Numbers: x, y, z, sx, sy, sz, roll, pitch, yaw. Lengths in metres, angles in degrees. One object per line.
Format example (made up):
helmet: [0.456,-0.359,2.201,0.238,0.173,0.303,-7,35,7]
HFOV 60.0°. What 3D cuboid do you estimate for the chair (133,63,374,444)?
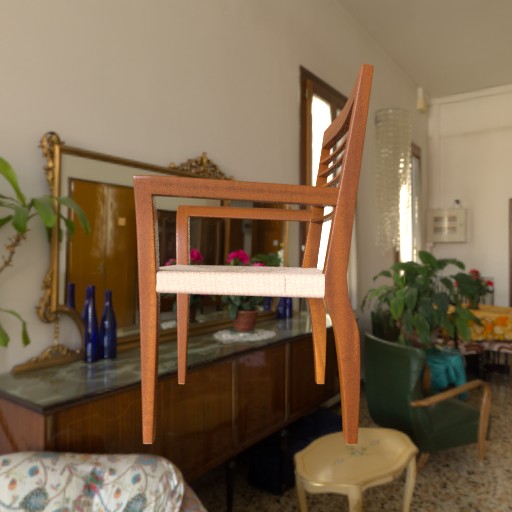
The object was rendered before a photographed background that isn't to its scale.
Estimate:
chair: [0.000,0.000,1.259,0.540,0.855,0.587,0,0,0]
